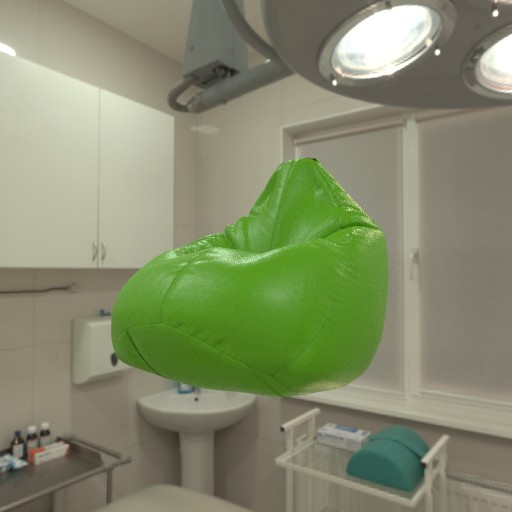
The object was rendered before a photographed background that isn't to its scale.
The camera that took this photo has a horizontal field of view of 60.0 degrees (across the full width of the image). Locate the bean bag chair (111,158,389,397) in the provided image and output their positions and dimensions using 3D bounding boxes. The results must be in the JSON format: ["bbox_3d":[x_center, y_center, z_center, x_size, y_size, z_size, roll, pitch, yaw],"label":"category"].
[{"bbox_3d":[0.000,0.000,1.884,1.070,0.990,1.070,-1,-2,36],"label":"bean bag chair"}]
